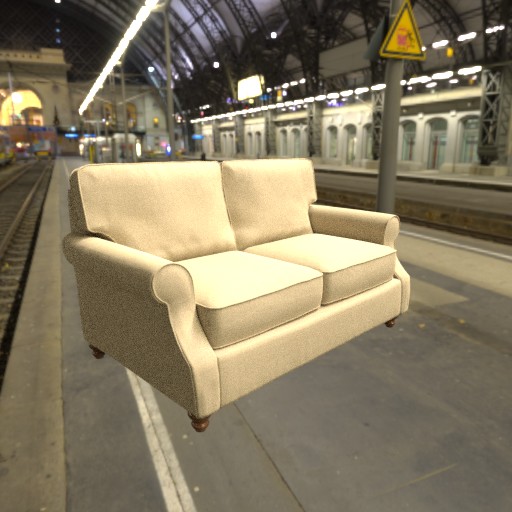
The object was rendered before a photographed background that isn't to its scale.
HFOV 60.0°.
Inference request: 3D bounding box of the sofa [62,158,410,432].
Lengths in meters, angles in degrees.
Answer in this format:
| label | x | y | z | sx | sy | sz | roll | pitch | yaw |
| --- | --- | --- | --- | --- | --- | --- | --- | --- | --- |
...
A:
| label | x | y | z | sx | sy | sz | roll | pitch | yaw |
| --- | --- | --- | --- | --- | --- | --- | --- | --- | --- |
| sofa | 0.000 | 0.000 | 2.247 | 1.665 | 0.937 | 0.964 | -13 | 19 | -43 |
